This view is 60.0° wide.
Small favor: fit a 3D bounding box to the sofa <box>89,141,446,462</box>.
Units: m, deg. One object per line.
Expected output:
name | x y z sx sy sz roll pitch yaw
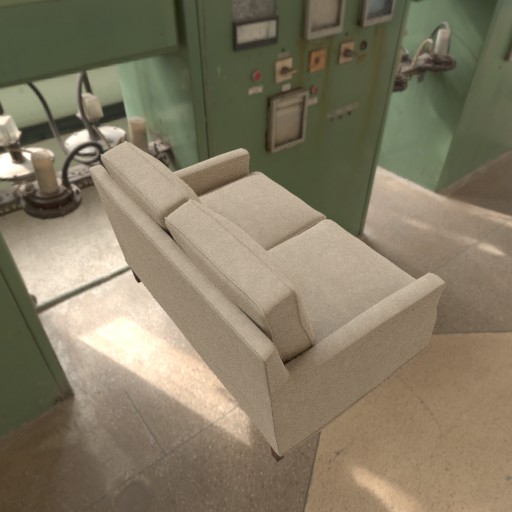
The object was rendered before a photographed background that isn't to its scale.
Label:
sofa | 0.000 0.000 2.311 1.084 1.002 1.597 -26 47 -27
